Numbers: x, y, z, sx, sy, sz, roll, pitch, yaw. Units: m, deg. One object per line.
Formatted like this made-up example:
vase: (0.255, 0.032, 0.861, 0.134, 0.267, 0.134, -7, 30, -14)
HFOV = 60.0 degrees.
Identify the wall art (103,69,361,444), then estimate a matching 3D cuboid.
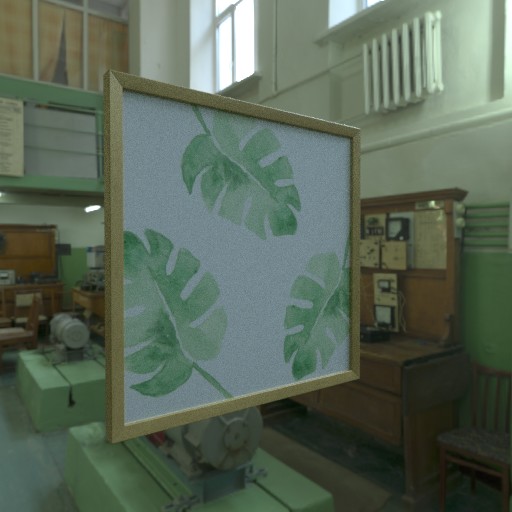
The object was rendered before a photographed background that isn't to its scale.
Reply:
wall art: (0.000, 0.000, 1.141, 0.763, 0.763, 0.037, -1, 1, -36)
